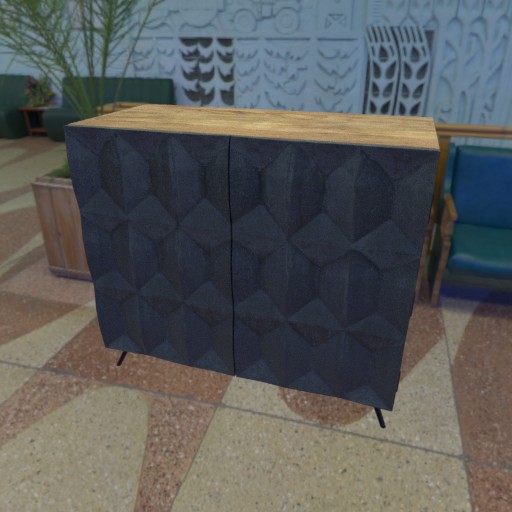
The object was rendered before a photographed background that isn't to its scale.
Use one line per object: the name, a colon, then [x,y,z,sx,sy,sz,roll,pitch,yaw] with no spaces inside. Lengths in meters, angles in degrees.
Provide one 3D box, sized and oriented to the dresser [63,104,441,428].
dresser: [0.000,0.000,1.439,0.967,0.847,0.446,8,28,16]
